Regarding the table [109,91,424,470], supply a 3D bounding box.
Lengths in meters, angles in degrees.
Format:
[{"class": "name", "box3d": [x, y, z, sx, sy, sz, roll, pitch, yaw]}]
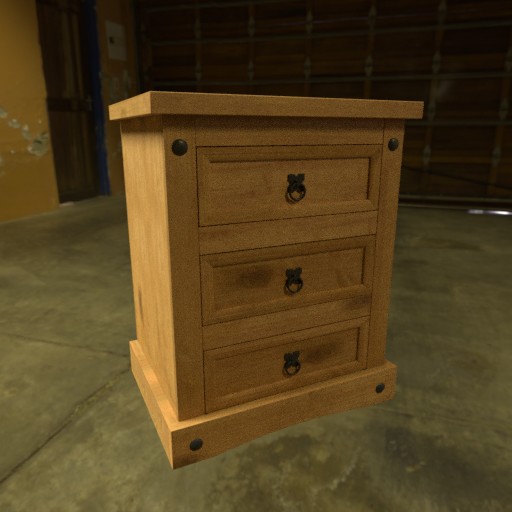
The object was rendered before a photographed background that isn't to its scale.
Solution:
[{"class": "table", "box3d": [0.000, 0.000, 1.251, 0.660, 0.813, 0.500, -7, 17, -25]}]
